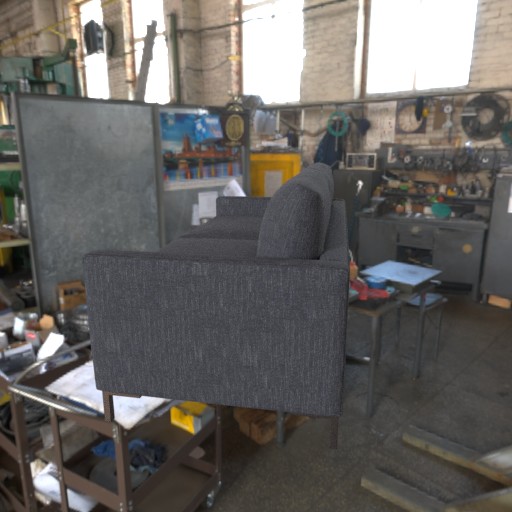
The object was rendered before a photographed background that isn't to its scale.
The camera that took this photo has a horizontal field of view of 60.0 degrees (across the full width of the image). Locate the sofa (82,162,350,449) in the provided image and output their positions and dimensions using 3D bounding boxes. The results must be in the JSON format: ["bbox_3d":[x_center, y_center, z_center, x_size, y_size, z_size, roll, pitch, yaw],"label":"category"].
[{"bbox_3d":[0.000,0.000,2.193,0.866,0.862,1.716,3,14,10],"label":"sofa"}]
